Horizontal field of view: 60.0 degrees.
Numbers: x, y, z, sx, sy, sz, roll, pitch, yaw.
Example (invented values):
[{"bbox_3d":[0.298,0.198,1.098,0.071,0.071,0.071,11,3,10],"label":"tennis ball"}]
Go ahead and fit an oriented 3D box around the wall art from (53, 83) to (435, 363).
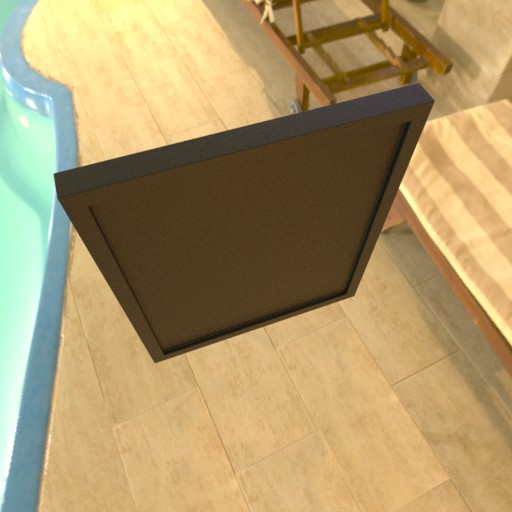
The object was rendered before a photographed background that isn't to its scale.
[{"bbox_3d":[0.000,0.000,0.531,0.328,0.381,0.028,-17,59,-10],"label":"wall art"}]
